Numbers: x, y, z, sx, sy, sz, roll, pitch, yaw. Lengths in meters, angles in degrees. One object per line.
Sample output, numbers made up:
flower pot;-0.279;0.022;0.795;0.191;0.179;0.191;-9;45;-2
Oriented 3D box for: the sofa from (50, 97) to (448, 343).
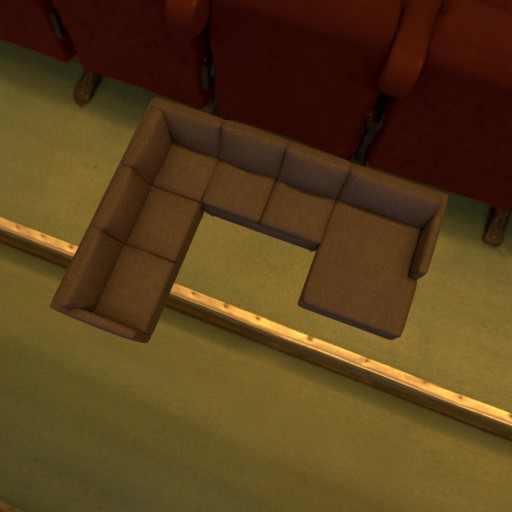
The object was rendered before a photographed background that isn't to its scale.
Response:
sofa;0.000;0.000;4.784;3.460;0.961;2.594;20;76;5
